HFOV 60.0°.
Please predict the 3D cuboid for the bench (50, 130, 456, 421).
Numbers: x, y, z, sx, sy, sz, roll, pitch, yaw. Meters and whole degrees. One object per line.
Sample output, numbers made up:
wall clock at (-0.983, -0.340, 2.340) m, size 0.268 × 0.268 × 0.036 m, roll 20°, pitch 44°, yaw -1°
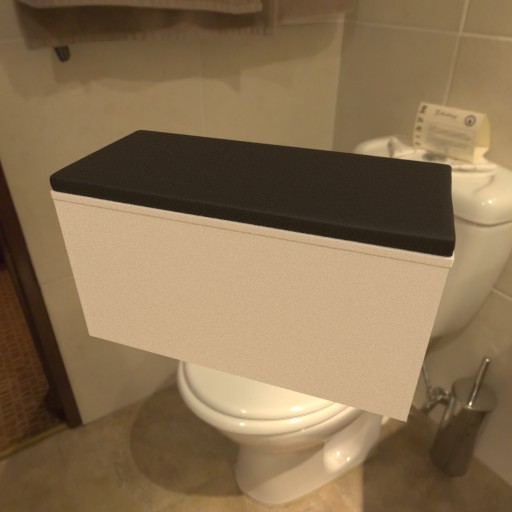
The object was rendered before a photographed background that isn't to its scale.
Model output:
bench at (0.000, 0.000, 1.193) m, size 0.899 × 0.500 × 0.401 m, roll 11°, pitch 34°, yaw 16°
